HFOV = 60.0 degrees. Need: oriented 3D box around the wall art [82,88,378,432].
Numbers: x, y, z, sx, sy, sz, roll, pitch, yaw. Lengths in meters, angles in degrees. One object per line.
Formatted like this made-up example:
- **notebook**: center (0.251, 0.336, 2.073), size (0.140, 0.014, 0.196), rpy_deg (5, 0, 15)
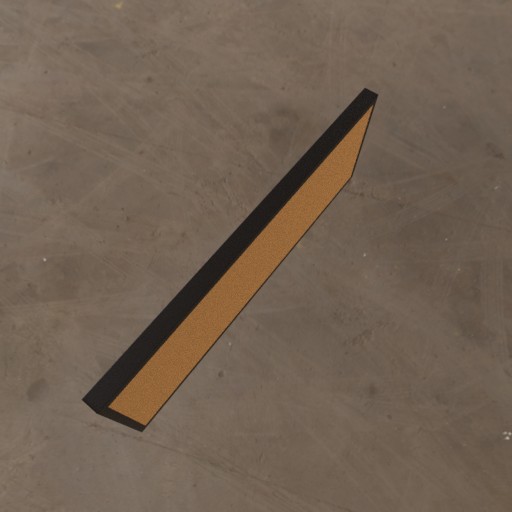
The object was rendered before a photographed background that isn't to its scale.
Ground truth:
- **wall art**: center (0.000, 0.000, 0.984), size (0.037, 0.303, 0.860), rpy_deg (34, 68, 16)
